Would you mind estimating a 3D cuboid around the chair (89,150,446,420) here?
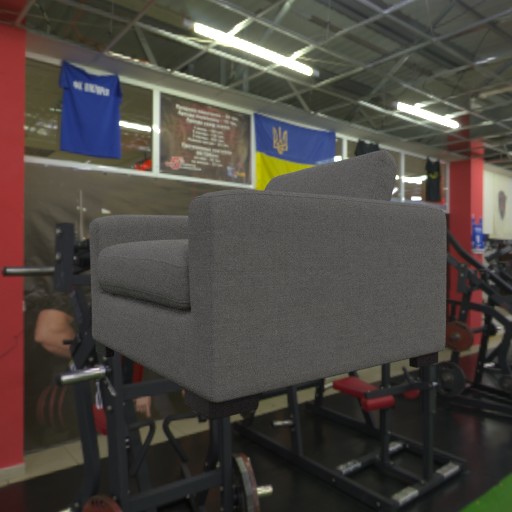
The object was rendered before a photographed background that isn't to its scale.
[{"bbox_3d":[0.000,0.000,1.856,1.100,0.847,1.070,0,0,-36],"label":"chair"}]
